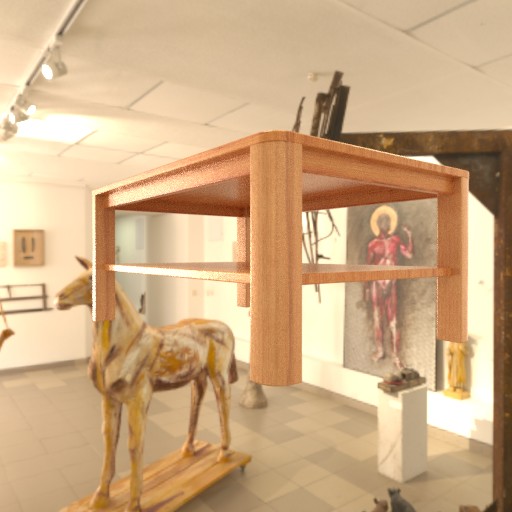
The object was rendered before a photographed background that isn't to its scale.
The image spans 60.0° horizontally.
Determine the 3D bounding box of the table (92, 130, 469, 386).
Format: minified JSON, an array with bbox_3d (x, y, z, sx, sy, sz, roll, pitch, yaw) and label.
[{"bbox_3d":[0.000,0.000,1.356,0.696,0.445,0.997,0,1,-38],"label":"table"}]
